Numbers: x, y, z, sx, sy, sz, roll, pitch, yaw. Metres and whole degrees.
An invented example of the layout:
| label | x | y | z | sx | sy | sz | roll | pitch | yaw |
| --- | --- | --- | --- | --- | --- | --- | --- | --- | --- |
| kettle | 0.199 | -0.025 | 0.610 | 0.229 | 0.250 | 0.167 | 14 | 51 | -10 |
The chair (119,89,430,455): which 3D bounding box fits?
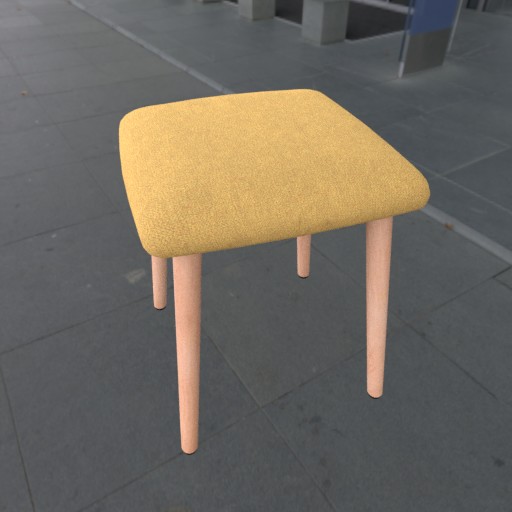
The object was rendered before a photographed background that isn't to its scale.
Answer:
| label | x | y | z | sx | sy | sz | roll | pitch | yaw |
| --- | --- | --- | --- | --- | --- | --- | --- | --- | --- |
| chair | 0.000 | 0.000 | 0.705 | 0.350 | 0.440 | 0.350 | -11 | 41 | -14 |
